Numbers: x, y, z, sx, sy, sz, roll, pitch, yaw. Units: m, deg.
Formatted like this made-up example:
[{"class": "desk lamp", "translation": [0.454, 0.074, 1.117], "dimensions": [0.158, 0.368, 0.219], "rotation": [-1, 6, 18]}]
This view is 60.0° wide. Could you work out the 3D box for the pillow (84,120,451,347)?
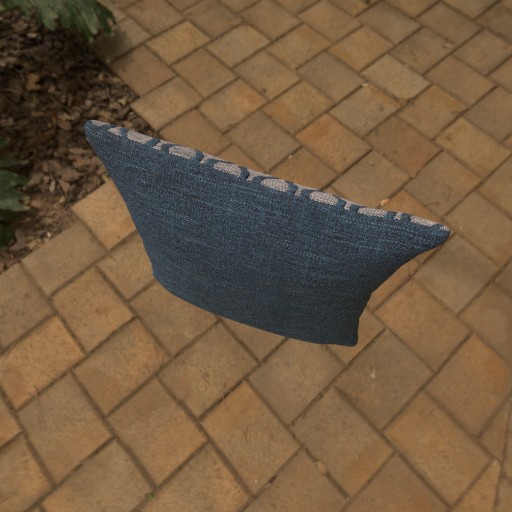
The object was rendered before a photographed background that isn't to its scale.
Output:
[{"class": "pillow", "translation": [0.000, 0.000, 0.684], "dimensions": [0.435, 0.435, 0.159], "rotation": [17, 64, 8]}]
